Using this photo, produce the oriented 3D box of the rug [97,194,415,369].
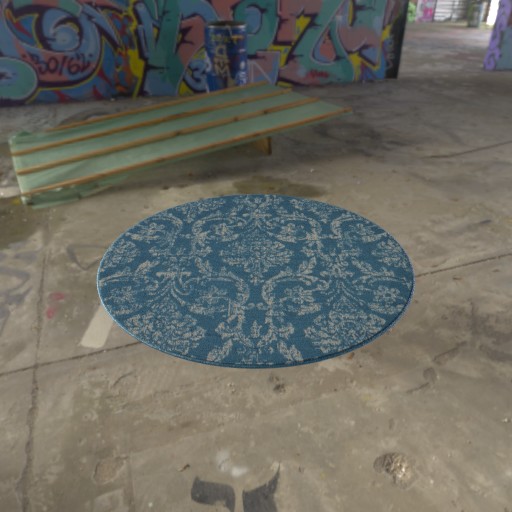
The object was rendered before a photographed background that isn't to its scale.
[{"bbox_3d":[0.000,0.000,2.321,1.593,0.012,1.593,0,31,0],"label":"rug"}]
